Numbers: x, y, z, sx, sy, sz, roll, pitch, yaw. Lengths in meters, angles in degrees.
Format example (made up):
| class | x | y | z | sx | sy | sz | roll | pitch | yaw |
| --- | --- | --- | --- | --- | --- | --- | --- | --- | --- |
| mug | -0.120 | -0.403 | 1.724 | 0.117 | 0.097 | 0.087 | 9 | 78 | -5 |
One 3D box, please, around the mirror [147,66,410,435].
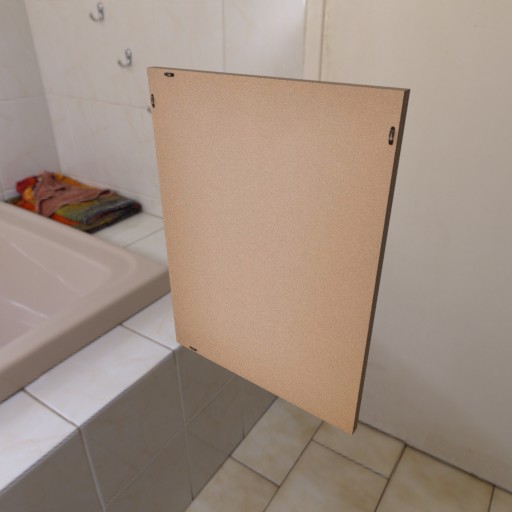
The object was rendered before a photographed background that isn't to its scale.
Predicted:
| class | x | y | z | sx | sy | sz | roll | pitch | yaw |
| --- | --- | --- | --- | --- | --- | --- | --- | --- | --- |
| mirror | 0.000 | 0.000 | 1.344 | 0.762 | 1.016 | 0.040 | 19 | 34 | 31 |
